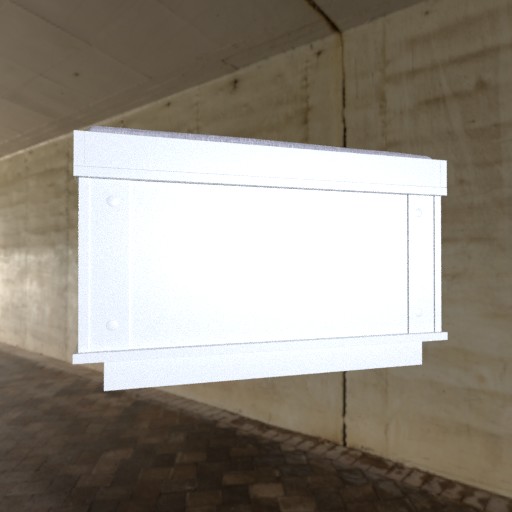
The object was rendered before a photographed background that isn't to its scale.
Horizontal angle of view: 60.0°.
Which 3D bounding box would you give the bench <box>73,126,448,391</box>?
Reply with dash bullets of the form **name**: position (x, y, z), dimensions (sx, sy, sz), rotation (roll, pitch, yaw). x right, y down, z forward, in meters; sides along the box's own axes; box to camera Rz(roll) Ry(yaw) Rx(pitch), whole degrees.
- **bench**: position (0.000, 0.000, 1.000), dimensions (0.734, 0.461, 0.362), rotation (0, -1, -17)
